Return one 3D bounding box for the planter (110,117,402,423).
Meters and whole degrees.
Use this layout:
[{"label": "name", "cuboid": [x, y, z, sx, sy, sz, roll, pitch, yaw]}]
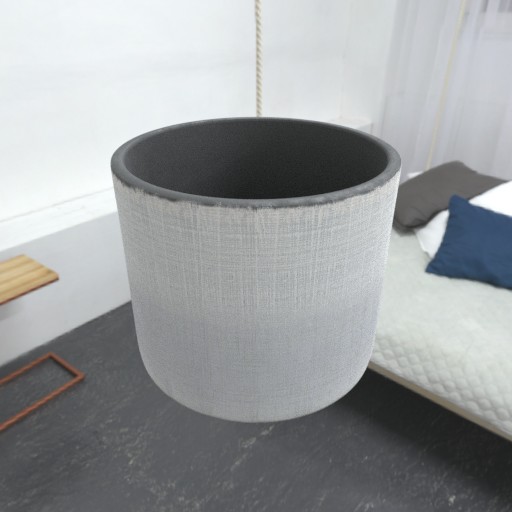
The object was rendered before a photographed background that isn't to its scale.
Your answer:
[{"label": "planter", "cuboid": [0.000, 0.000, 0.447, 0.254, 0.221, 0.254, 0, 30, 0]}]
